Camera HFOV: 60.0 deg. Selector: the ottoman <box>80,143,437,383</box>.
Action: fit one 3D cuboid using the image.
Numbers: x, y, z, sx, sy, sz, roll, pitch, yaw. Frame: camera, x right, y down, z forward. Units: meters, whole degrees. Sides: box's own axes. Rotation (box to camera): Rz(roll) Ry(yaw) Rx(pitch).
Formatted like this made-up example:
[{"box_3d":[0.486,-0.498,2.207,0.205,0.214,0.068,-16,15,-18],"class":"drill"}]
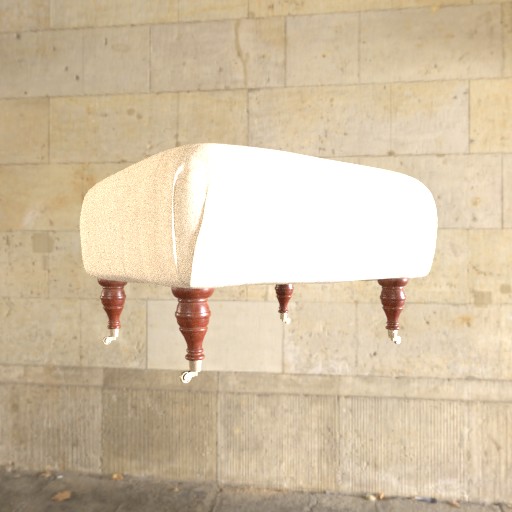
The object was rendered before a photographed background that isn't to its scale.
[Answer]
[{"box_3d":[0.000,0.000,1.130,0.747,0.450,0.622,0,0,-36],"class":"ottoman"}]
